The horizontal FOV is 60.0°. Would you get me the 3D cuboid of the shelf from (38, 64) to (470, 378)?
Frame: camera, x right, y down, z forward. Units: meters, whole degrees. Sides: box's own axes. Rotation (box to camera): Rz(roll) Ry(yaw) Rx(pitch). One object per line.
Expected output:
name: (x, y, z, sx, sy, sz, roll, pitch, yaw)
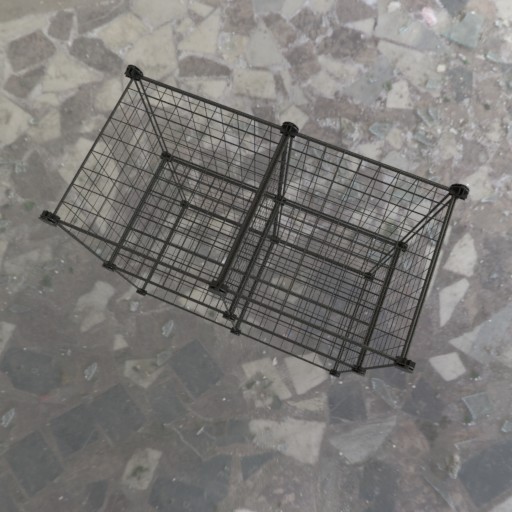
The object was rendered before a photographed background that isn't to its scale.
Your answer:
shelf: (0.000, 0.000, 1.145, 0.711, 0.711, 0.356, 22, 75, 6)
